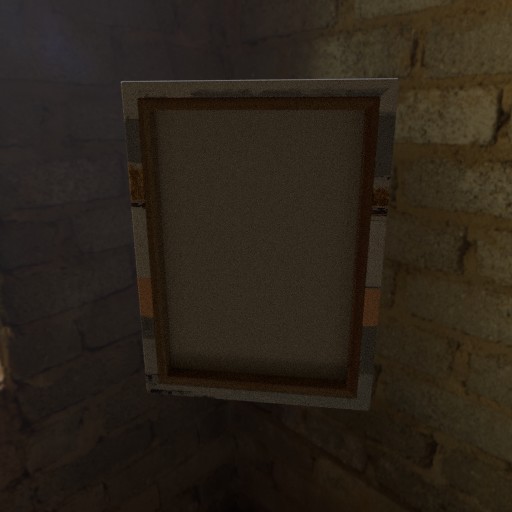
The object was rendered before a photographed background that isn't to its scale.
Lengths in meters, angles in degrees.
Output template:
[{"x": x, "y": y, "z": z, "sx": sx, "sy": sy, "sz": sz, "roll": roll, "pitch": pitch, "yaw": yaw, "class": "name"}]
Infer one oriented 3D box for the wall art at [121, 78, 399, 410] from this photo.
[{"x": 0.000, "y": 0.000, "z": 0.826, "sx": 0.456, "sy": 0.609, "sz": 0.038, "roll": 2, "pitch": 17, "yaw": 7, "class": "wall art"}]
